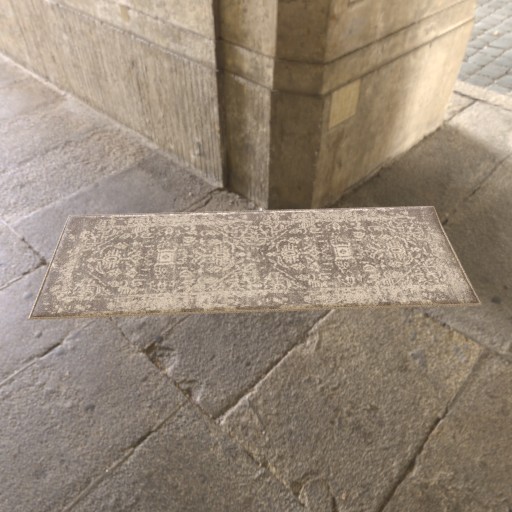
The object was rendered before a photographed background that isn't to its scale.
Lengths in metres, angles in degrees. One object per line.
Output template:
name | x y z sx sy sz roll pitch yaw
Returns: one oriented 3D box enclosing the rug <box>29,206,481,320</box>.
rug | 0.000 0.000 2.677 2.452 0.017 0.855 -2 45 -2
